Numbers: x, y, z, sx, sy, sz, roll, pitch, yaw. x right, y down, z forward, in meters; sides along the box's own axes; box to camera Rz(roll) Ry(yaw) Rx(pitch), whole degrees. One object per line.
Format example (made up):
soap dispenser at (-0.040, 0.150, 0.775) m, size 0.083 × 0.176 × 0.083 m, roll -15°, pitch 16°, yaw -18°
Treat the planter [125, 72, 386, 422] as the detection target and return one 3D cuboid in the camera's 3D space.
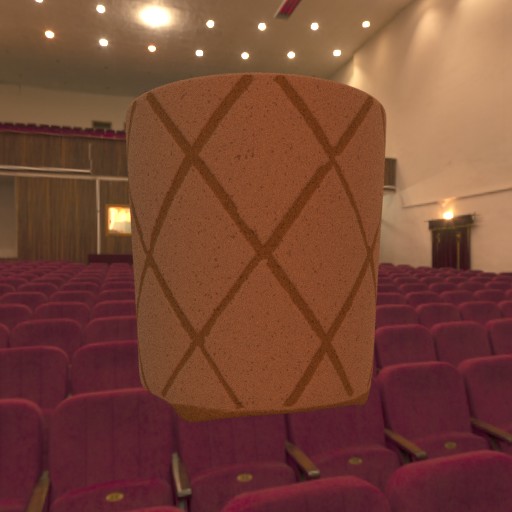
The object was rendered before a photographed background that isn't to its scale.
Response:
planter at (0.000, 0.000, 0.336) m, size 0.191 × 0.199 × 0.191 m, roll 0°, pitch -1°, yaw 0°
